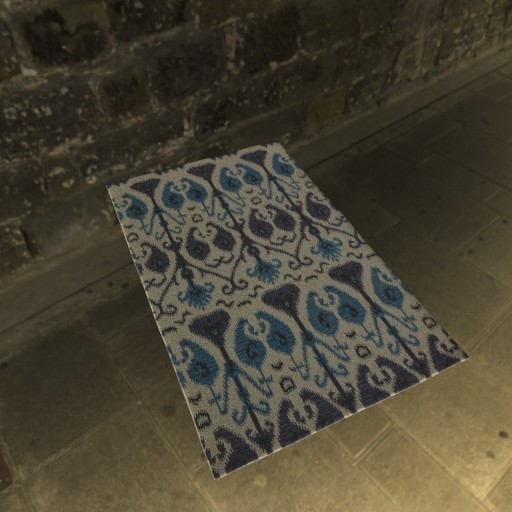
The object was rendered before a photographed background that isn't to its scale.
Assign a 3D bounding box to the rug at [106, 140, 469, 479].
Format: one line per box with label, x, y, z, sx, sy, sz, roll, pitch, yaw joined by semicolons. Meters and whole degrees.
rug;0.000;0.000;2.111;1.072;0.013;1.698;-19;50;-17
